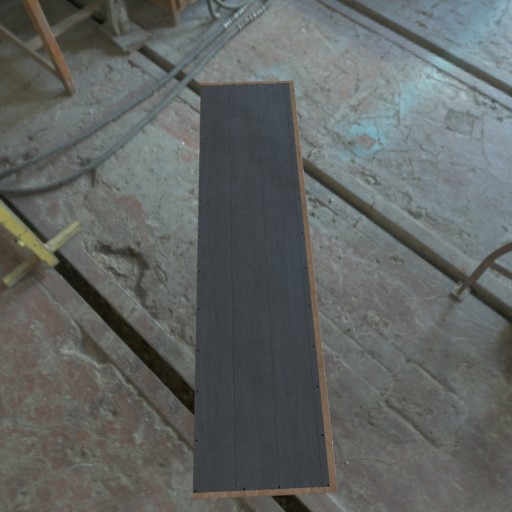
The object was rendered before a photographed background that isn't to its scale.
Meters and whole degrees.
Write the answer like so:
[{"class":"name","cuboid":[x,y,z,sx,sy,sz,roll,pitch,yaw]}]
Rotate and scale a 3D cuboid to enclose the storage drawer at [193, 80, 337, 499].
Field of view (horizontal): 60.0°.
[{"class":"storage drawer","cuboid":[0.000,0.000,2.143,0.538,0.264,2.032,-2,64,-1]}]
